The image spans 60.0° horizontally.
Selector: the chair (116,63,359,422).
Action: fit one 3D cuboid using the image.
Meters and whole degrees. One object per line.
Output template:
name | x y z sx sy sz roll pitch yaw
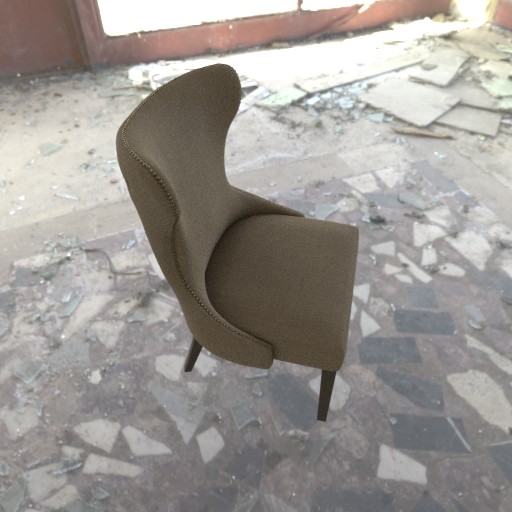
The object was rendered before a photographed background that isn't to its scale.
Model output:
chair | 0.000 0.000 1.401 0.635 0.967 0.628 10 46 10
